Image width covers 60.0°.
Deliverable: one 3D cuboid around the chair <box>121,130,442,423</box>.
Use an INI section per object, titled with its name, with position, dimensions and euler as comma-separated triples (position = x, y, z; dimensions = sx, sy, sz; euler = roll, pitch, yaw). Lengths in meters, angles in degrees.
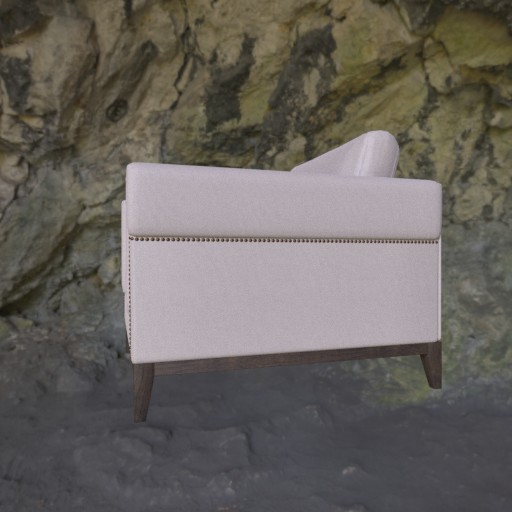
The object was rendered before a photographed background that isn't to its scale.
[chair]
position = 0.000, 0.000, 1.669
dimensions = 0.959, 0.838, 0.914
euler = 0, 0, -18
